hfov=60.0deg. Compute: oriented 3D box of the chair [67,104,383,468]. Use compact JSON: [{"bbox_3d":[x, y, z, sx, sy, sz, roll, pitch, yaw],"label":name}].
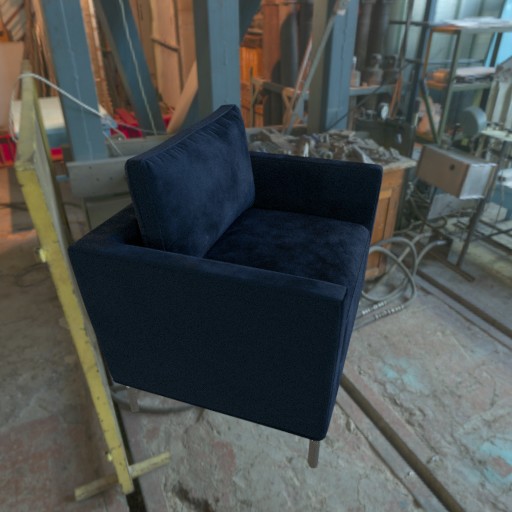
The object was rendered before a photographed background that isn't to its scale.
[{"bbox_3d":[0.000,0.000,1.572,0.746,0.893,0.977,10,32,16],"label":"chair"}]
